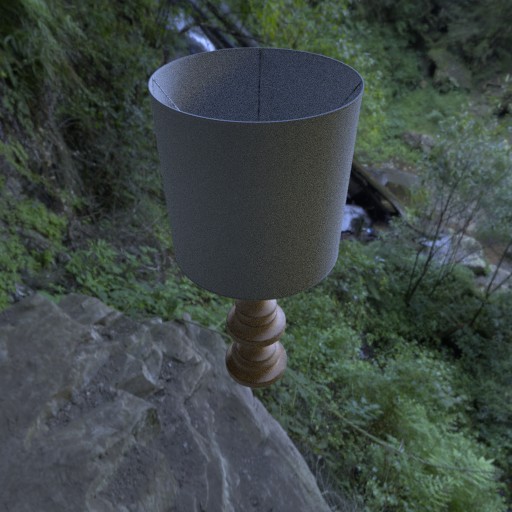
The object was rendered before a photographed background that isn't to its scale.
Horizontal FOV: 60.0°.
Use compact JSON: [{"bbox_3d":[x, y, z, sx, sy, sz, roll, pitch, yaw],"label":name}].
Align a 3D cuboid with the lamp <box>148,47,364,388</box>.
[{"bbox_3d":[0.000,0.000,0.580,0.208,0.455,0.208,-11,42,-13],"label":"lamp"}]
